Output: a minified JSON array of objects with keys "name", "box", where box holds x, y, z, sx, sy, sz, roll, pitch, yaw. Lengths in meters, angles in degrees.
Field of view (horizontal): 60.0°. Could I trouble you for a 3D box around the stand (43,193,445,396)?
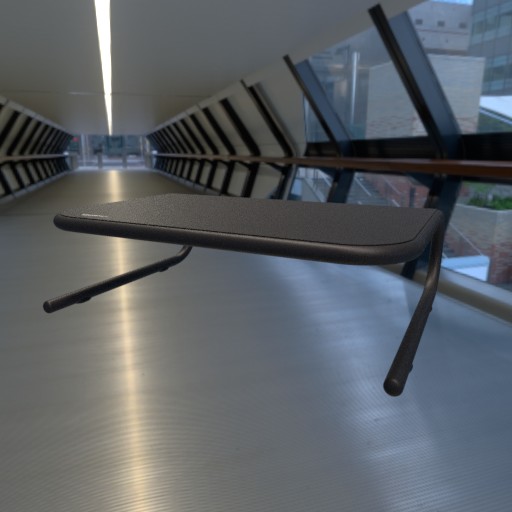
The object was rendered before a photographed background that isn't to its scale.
[{"name":"stand","box":[0.000,0.000,0.499,0.370,0.108,0.280,7,16,26]}]
